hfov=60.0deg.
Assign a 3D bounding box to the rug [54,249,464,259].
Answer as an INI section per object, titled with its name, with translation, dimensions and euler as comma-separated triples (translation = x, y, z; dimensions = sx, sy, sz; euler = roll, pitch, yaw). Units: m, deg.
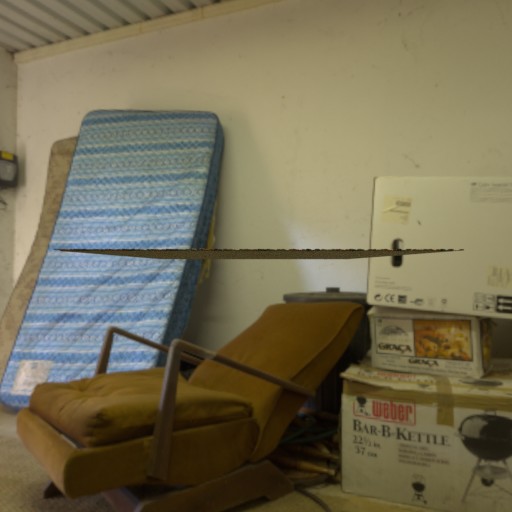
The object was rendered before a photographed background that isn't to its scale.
[rug]
translation = 0.000, 0.000, 3.422
dimensions = 1.971, 0.010, 2.651
euler = 0, -1, -1
